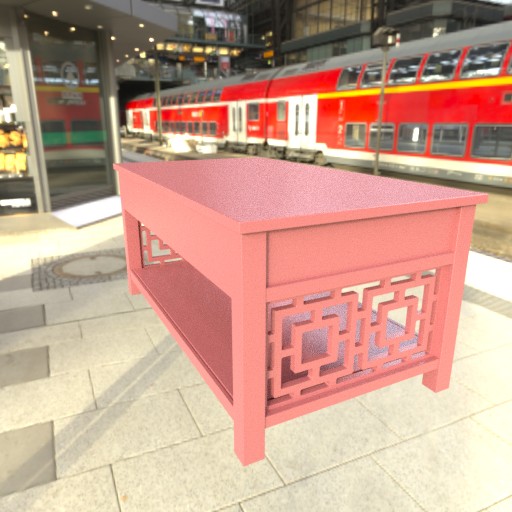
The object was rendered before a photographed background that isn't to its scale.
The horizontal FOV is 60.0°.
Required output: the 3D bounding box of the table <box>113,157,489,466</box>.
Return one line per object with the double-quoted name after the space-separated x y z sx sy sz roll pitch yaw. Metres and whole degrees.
0.000 0.000 1.359 0.612 0.493 1.068 -9 19 -26 "table"
